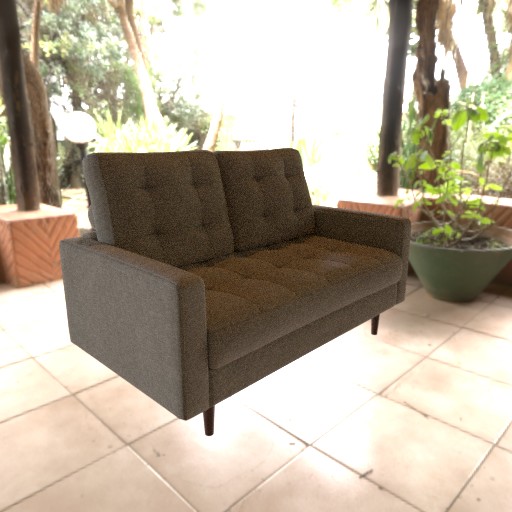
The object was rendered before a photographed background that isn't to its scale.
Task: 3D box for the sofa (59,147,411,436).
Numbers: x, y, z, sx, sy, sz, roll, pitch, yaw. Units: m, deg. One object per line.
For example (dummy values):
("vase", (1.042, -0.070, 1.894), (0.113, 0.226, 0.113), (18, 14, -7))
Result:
("sofa", (0.000, 0.000, 1.961), (0.842, 0.907, 1.407), (14, 21, 42))
